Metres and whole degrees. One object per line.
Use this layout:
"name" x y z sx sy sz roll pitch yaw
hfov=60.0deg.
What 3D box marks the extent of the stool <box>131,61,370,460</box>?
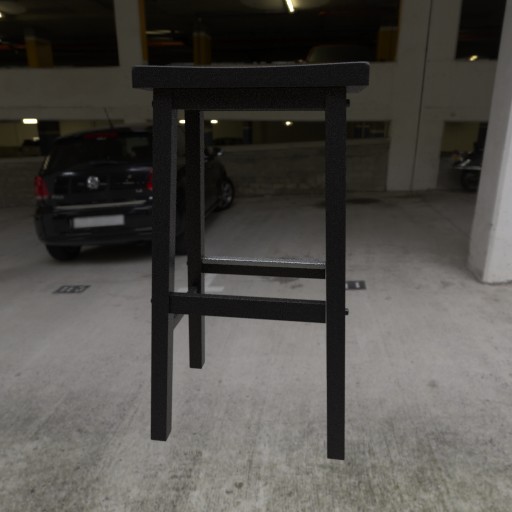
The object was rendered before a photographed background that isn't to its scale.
"stool" 0.000 0.000 0.956 0.406 0.742 0.322 3 17 8
